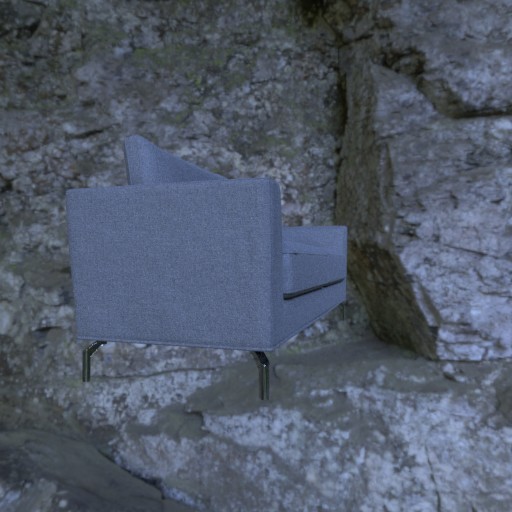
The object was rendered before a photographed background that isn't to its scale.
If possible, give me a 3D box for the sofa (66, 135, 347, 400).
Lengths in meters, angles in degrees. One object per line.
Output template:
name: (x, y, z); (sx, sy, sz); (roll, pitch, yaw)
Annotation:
sofa: (0.000, 0.000, 2.638); (0.869, 1.002, 2.212); (0, -1, 18)
